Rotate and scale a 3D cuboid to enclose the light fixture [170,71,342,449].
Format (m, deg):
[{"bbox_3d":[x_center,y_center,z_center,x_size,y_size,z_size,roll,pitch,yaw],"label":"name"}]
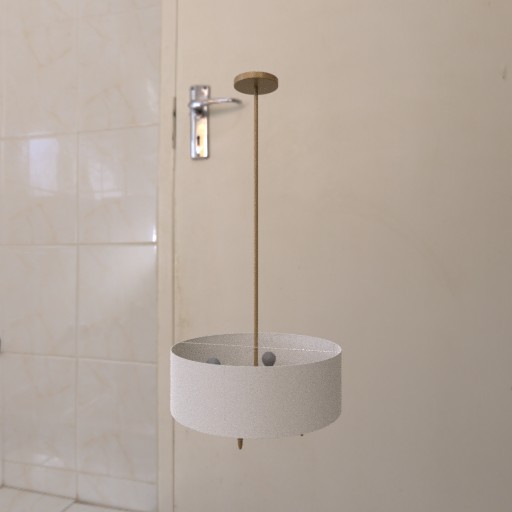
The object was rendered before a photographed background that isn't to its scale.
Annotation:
[{"bbox_3d":[0.000,0.000,1.344,0.508,1.067,0.508,0,0,0],"label":"light fixture"}]
